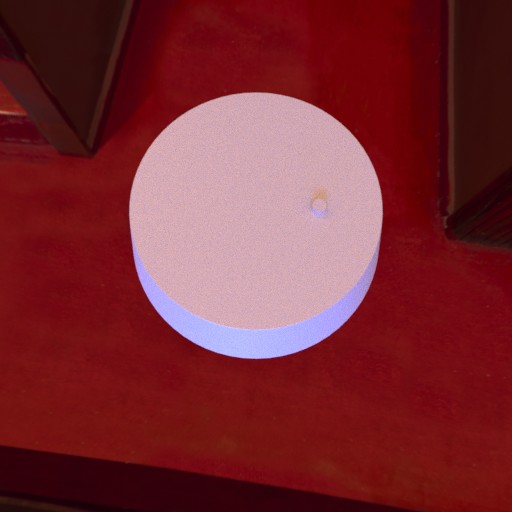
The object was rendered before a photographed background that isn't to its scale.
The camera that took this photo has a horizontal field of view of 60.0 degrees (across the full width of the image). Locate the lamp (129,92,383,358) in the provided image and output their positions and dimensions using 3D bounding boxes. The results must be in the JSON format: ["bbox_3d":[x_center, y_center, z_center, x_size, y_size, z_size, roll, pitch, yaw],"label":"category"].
[{"bbox_3d":[0.000,0.000,0.630,0.291,0.429,0.291,0,75,0],"label":"lamp"}]
